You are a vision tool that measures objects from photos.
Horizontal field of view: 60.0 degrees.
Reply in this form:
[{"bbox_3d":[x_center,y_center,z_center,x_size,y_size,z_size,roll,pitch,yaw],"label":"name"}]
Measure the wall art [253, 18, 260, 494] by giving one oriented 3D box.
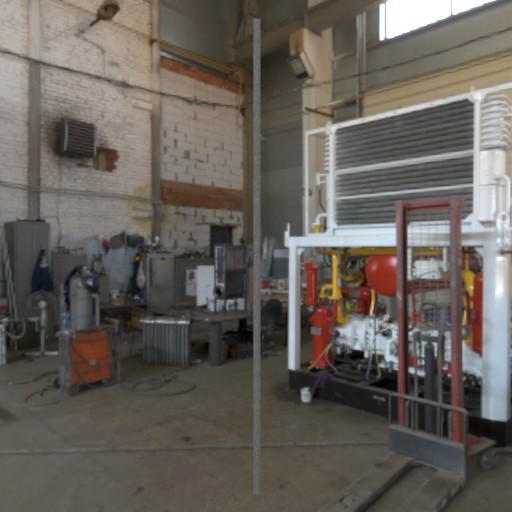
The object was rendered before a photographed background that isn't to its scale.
[{"bbox_3d":[0.000,0.000,1.445,0.016,1.116,0.810,0,1,0],"label":"wall art"}]
